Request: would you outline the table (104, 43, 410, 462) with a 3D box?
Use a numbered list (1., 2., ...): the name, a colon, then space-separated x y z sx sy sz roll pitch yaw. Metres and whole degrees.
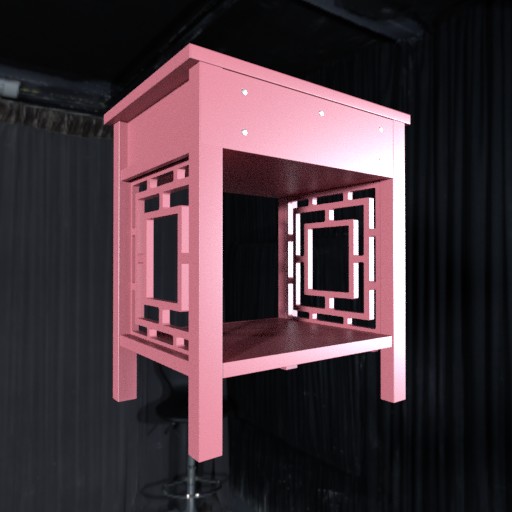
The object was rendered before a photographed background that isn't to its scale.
1. table: 0.000 0.000 1.076 0.599 0.686 0.451 0 -1 -36
